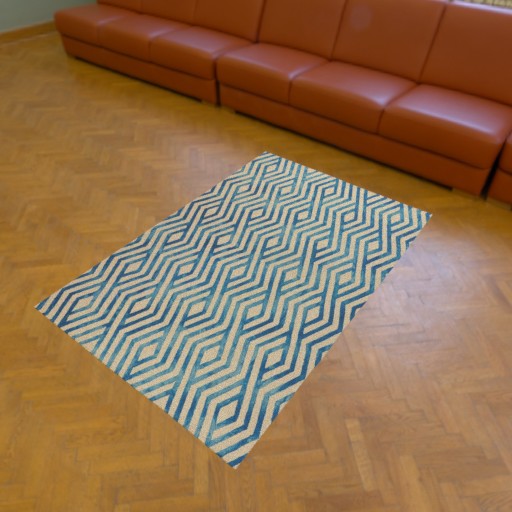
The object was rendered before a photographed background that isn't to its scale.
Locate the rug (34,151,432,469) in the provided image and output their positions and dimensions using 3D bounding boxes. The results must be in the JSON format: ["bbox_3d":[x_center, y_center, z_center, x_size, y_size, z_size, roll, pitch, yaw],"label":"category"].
[{"bbox_3d":[0.000,0.000,2.340,1.225,0.008,1.830,27,49,27],"label":"rug"}]
